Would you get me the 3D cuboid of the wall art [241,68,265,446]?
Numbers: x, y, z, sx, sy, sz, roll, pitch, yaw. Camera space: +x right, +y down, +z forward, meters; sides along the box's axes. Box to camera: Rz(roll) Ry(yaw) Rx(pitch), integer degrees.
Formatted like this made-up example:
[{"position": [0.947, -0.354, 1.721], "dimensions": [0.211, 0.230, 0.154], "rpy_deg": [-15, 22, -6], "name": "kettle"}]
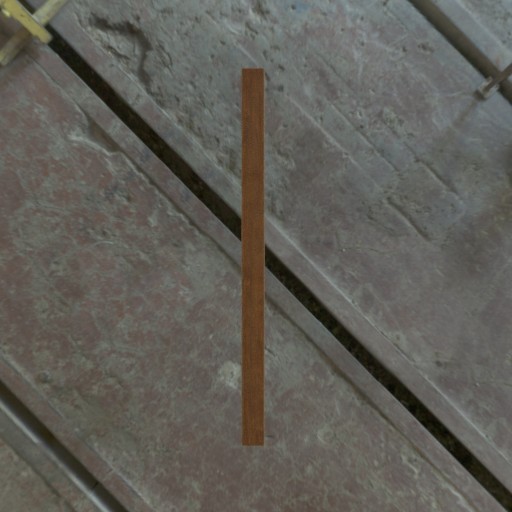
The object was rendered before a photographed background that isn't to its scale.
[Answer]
[{"position": [0.000, 0.000, 1.171], "dimensions": [0.037, 0.914, 0.610], "rpy_deg": [0, 90, 1], "name": "wall art"}]
